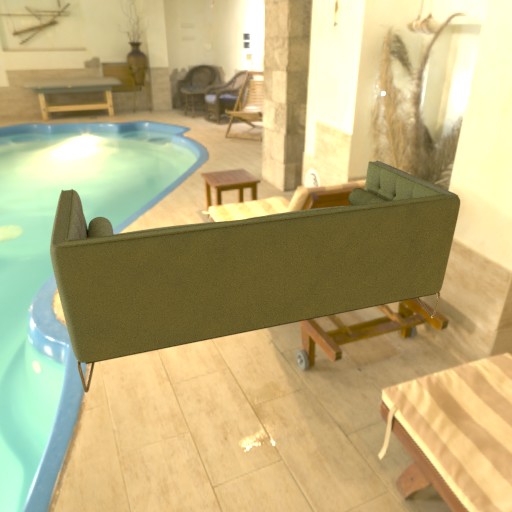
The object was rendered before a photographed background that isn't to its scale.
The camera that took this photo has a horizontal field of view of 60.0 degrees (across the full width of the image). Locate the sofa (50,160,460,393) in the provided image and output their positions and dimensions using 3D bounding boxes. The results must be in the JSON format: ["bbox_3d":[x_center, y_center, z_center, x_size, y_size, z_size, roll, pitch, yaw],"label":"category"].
[{"bbox_3d":[0.000,0.000,2.609,2.087,0.789,0.867,-9,28,-17],"label":"sofa"}]
